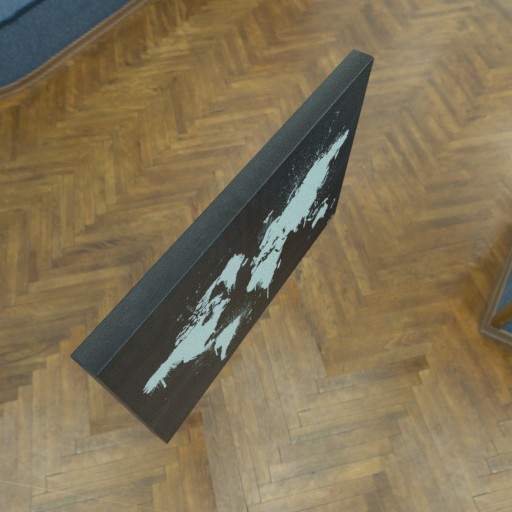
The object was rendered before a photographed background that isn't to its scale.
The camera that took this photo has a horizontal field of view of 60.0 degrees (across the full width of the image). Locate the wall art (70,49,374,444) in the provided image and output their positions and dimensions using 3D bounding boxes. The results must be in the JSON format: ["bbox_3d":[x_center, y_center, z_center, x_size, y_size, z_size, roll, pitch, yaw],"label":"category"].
[{"bbox_3d":[0.000,0.000,0.742,0.038,0.409,0.610,30,63,17],"label":"wall art"}]
